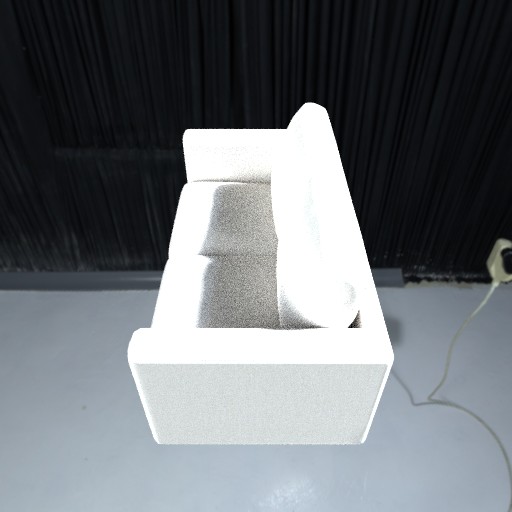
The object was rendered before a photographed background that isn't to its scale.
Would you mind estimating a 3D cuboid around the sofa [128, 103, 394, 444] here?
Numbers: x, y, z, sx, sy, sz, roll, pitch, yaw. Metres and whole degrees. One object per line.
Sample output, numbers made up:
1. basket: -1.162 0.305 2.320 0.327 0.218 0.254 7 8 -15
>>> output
1. sofa: 0.000 0.000 1.939 0.796 0.908 1.430 0 42 0
